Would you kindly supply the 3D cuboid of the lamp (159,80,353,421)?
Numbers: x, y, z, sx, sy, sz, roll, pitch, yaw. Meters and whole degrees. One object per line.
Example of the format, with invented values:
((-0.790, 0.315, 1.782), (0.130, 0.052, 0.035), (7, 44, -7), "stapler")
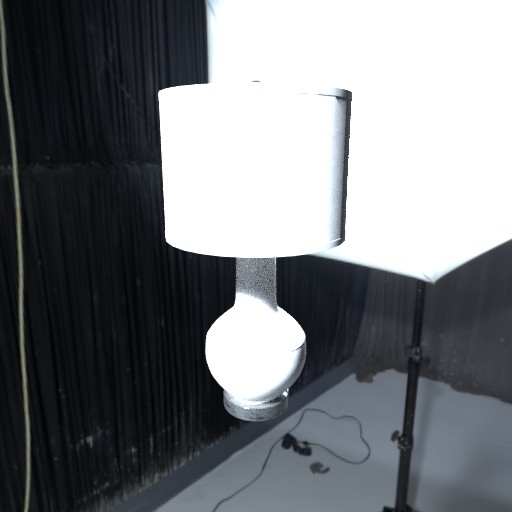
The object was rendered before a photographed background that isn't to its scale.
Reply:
((0.000, 0.000, 0.904), (0.357, 0.673, 0.357), (14, 20, 42), "lamp")
